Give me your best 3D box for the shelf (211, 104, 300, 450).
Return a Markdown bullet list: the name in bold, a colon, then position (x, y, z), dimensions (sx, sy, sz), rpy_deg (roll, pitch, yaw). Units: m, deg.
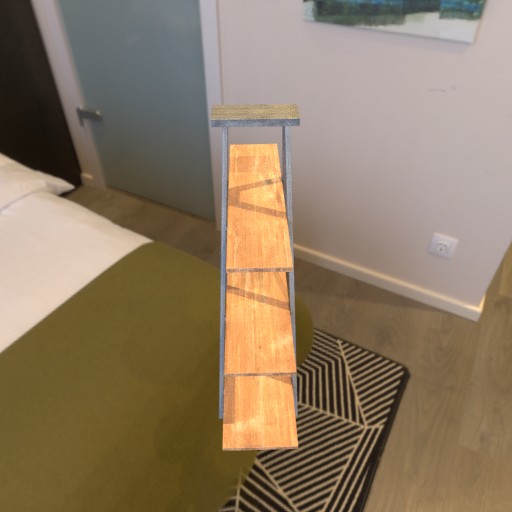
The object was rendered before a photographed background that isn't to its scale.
- **shelf**: position (0.000, 0.000, 2.684), dimensions (0.508, 1.808, 1.746), rpy_deg (-1, 42, -1)
